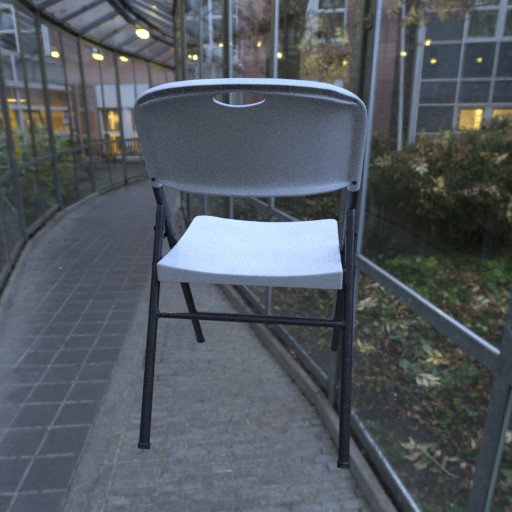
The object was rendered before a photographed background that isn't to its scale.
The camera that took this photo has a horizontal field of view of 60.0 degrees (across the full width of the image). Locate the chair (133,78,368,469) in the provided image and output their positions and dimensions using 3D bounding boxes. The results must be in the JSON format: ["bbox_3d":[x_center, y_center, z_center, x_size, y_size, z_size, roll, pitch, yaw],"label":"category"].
[{"bbox_3d":[0.000,0.000,1.146,0.494,0.810,0.566,2,17,7],"label":"chair"}]
